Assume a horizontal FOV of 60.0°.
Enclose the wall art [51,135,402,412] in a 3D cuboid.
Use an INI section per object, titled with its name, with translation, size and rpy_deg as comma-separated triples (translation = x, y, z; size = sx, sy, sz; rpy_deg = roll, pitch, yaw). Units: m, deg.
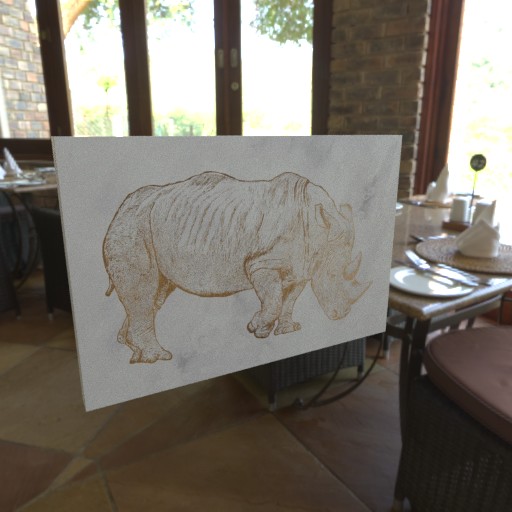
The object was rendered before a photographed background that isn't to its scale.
[wall art]
translation = 0.000, 0.000, 0.777
size = 0.609, 0.407, 0.038
rpy_deg = -8, 18, -27
